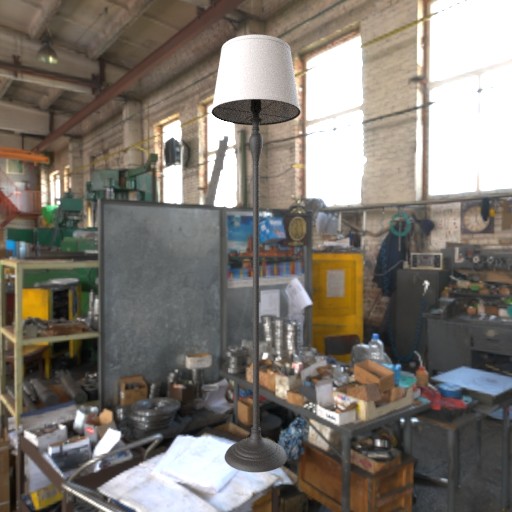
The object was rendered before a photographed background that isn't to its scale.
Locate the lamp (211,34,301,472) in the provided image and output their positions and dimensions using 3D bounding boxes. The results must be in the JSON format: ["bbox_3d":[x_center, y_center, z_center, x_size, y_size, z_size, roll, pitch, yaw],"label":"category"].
[{"bbox_3d":[0.000,0.000,1.646,0.327,1.506,0.327,1,2,19],"label":"lamp"}]
